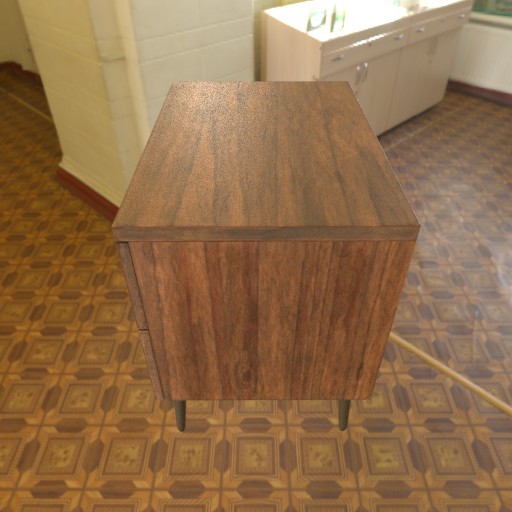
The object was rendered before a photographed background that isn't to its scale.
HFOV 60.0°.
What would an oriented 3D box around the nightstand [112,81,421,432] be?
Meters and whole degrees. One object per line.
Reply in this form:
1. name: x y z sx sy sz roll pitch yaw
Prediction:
1. nightstand: 0.000 0.000 1.047 0.458 0.610 0.610 0 39 0
